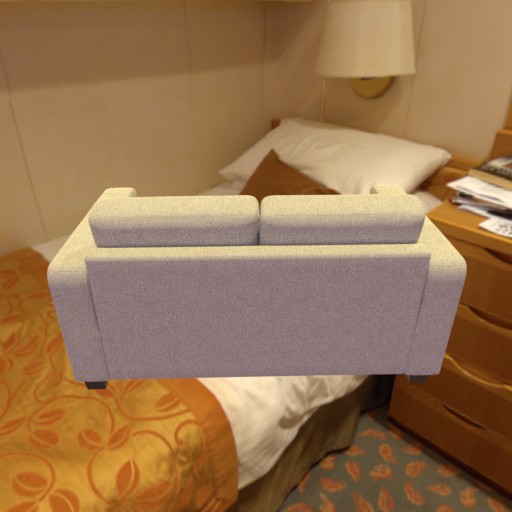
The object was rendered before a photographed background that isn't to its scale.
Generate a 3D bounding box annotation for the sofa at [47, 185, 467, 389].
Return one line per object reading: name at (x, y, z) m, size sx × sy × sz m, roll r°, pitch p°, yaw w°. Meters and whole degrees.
sofa at (0.000, 0.000, 2.054) m, size 1.540 × 0.800 × 0.900 m, roll -1°, pitch 29°, yaw -1°
